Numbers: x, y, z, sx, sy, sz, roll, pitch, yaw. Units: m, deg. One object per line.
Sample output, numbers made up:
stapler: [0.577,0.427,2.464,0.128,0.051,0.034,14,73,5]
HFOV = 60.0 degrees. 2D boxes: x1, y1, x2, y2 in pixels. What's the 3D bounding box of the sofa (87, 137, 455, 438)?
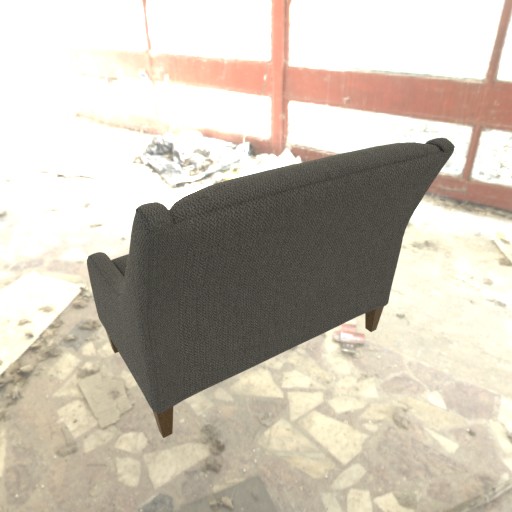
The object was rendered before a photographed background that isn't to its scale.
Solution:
sofa: [0.000,0.000,1.899,1.242,1.022,0.873,-18,35,-29]
